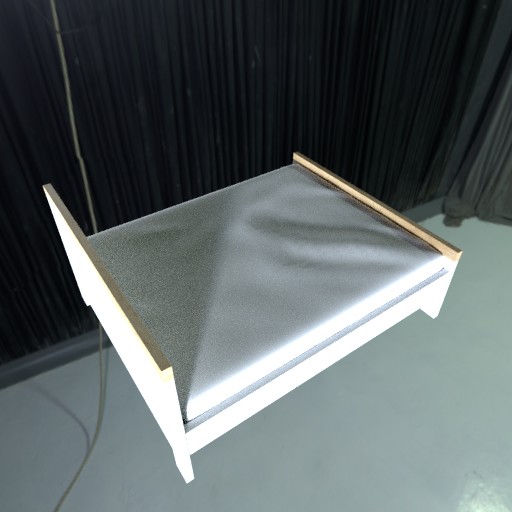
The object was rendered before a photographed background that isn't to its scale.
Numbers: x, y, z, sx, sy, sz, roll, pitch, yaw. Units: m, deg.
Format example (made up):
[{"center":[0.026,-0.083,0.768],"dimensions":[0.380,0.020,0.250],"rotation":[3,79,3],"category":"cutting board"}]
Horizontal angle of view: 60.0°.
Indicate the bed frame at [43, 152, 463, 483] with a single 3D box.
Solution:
[{"center":[0.000,0.000,2.979],"dimensions":[2.050,0.980,1.670],"rotation":[-24,46,-26],"category":"bed frame"}]
